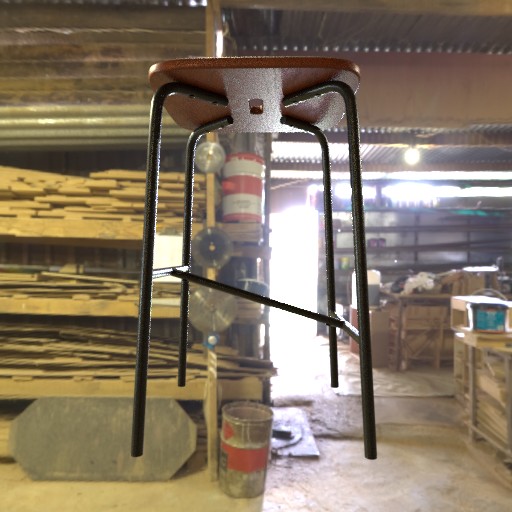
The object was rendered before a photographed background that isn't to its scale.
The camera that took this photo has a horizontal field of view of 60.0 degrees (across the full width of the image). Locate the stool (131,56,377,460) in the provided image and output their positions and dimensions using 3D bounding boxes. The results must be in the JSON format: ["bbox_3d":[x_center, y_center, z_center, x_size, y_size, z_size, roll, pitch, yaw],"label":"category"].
[{"bbox_3d":[0.000,0.000,0.855,0.376,0.610,0.376,0,0,1],"label":"stool"}]
